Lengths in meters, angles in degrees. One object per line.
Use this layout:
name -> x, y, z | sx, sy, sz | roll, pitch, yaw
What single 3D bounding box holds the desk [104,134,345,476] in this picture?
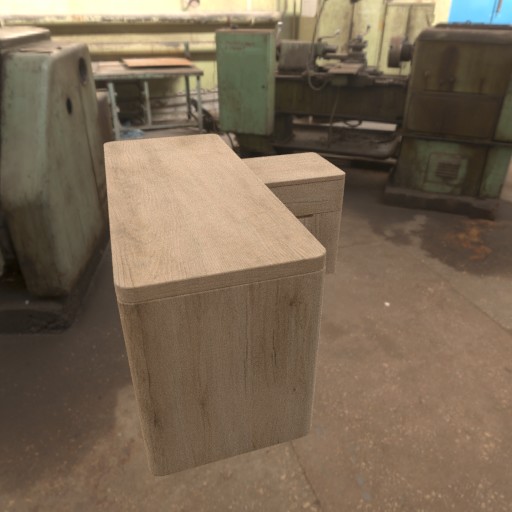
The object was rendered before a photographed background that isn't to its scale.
desk -> 0.000, 0.000, 2.011 | 1.175, 0.770, 1.400 | -9, 31, -15
